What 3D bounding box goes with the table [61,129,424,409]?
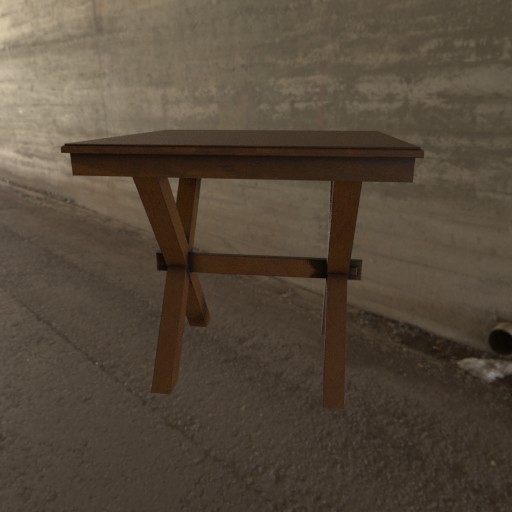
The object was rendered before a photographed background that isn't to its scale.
[{"bbox_3d":[0.000,0.000,1.073,0.602,0.562,0.560,2,19,7],"label":"table"}]
